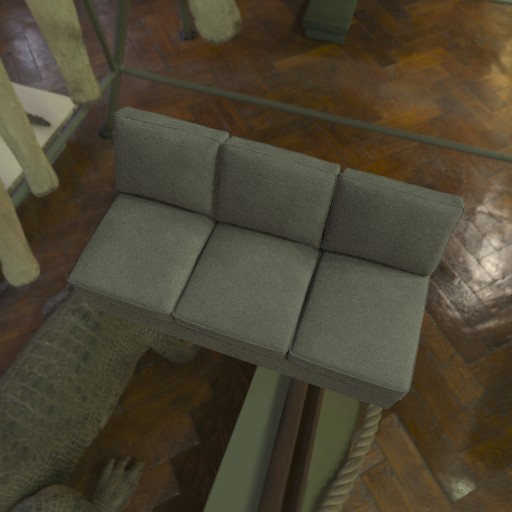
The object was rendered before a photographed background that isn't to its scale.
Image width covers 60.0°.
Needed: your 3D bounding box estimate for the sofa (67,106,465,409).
[{"bbox_3d":[0.000,0.000,2.562,1.962,0.973,1.027,17,61,9],"label":"sofa"}]
